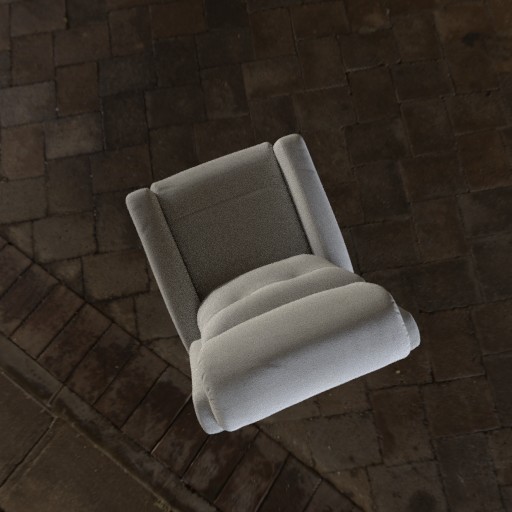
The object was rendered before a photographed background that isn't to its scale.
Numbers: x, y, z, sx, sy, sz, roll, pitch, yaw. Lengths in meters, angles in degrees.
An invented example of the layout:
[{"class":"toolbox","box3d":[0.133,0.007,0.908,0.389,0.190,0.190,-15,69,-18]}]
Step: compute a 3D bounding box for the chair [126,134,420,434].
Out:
[{"class":"chair","box3d":[0.000,0.000,1.711,0.798,1.013,1.043,-21,76,-6]}]
